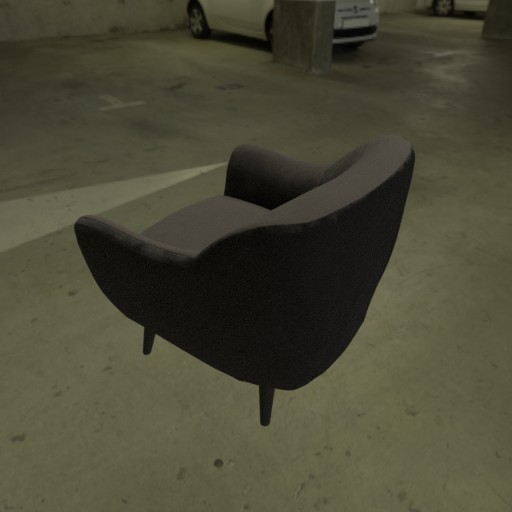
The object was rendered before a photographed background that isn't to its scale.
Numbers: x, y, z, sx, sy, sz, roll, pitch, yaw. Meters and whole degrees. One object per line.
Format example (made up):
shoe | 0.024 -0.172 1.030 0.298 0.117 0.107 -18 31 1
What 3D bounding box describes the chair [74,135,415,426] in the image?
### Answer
chair | 0.000 0.000 1.494 0.819 0.807 0.840 21 38 29
